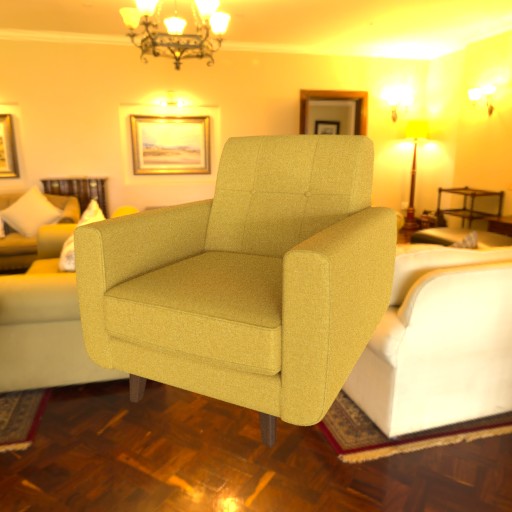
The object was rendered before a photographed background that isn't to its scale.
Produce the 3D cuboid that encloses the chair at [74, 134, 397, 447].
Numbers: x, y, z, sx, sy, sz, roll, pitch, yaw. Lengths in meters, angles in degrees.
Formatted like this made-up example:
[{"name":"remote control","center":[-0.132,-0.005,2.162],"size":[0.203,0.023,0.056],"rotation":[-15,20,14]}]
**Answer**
[{"name":"chair","center":[0.000,0.000,1.560],"size":[0.831,0.841,0.909],"rotation":[7,15,26]}]
